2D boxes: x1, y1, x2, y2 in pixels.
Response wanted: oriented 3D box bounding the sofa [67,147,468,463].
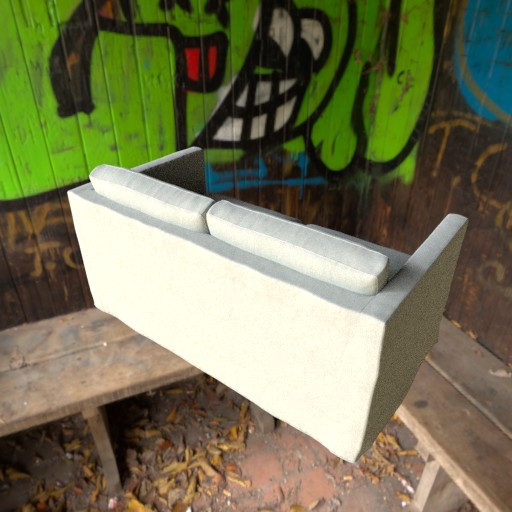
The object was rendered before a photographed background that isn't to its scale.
[{"bbox_3d":[0.000,0.000,2.240,1.727,0.830,0.944,22,37,31],"label":"sofa"}]
